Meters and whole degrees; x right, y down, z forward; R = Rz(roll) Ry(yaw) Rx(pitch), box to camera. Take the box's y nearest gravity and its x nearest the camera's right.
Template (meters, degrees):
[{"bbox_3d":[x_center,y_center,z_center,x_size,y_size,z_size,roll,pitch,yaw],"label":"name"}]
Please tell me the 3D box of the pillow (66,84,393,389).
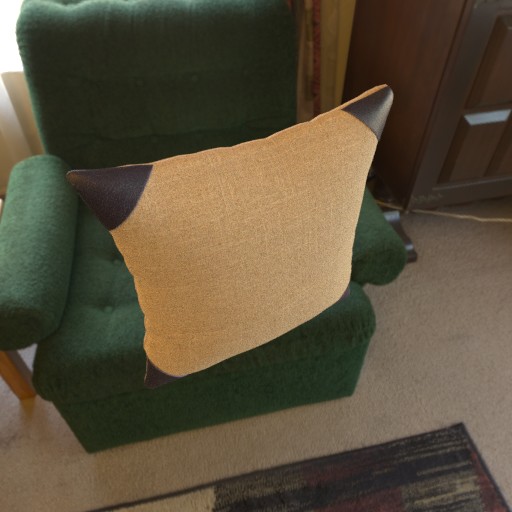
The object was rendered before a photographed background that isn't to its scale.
[{"bbox_3d":[0.000,0.000,0.679,0.440,0.441,0.147,-22,49,-21],"label":"pillow"}]
